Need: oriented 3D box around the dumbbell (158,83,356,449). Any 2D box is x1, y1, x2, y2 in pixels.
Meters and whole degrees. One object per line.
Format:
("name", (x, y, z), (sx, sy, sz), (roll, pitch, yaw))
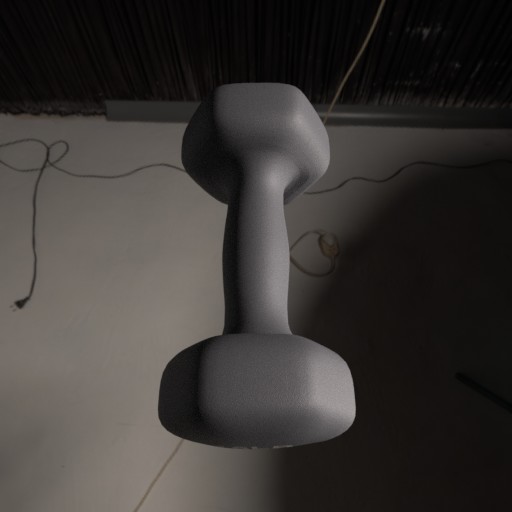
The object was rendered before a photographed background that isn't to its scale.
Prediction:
("dumbbell", (0.000, 0.000, 0.301), (0.116, 0.105, 0.240), (0, 63, 0))
